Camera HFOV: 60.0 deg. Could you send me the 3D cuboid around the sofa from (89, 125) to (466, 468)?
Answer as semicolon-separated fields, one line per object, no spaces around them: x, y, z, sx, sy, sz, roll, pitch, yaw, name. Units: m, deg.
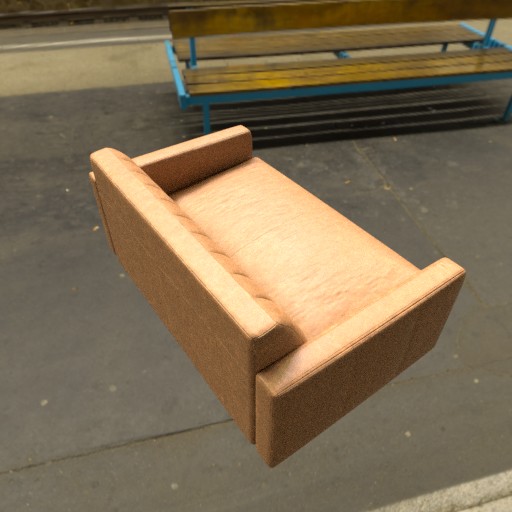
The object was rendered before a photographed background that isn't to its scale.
0.000;0.000;2.094;0.960;0.820;1.549;-26;48;-26;sofa
